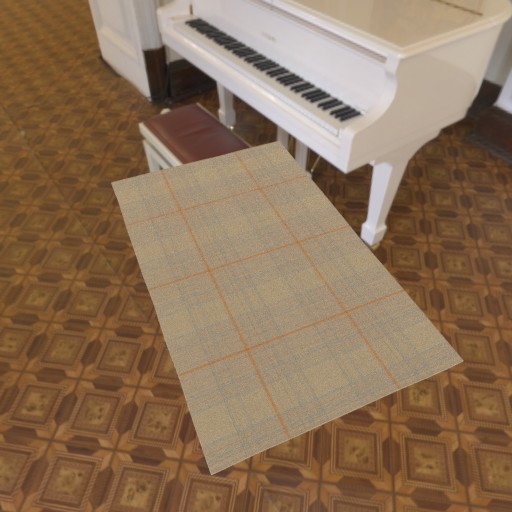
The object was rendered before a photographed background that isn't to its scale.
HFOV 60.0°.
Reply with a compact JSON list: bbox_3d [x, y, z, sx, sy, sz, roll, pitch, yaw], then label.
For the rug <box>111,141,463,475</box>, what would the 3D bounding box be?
[{"bbox_3d":[0.000,0.000,3.081,1.527,0.016,2.442,-18,50,-16],"label":"rug"}]
